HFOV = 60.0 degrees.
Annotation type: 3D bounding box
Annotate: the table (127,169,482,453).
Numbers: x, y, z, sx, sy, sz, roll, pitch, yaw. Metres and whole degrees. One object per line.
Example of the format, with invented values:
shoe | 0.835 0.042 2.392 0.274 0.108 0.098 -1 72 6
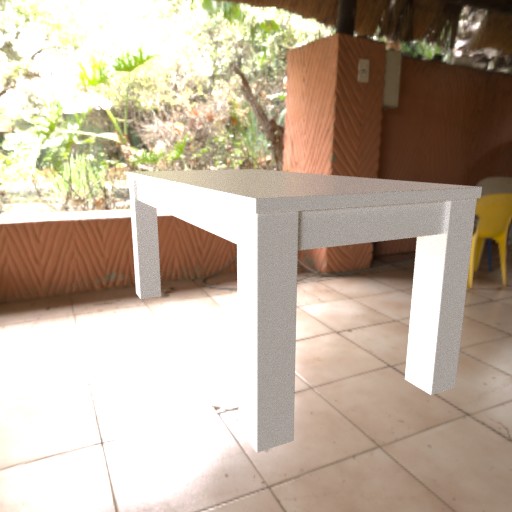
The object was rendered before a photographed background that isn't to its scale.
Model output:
table | 0.000 0.000 2.253 0.900 0.790 1.800 -7 15 -26
